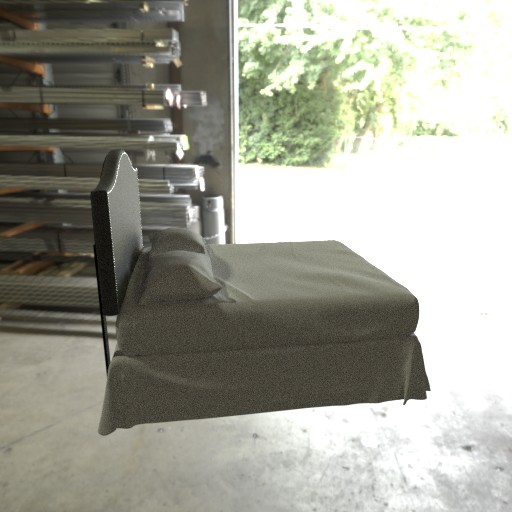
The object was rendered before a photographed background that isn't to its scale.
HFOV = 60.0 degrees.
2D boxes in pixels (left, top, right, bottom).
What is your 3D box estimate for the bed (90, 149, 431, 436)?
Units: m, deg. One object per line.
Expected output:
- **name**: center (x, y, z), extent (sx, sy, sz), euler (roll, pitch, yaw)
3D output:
- **bed**: center (0.000, 0.000, 3.484), extent (2.221, 1.645, 1.876), euler (-2, 16, -8)
